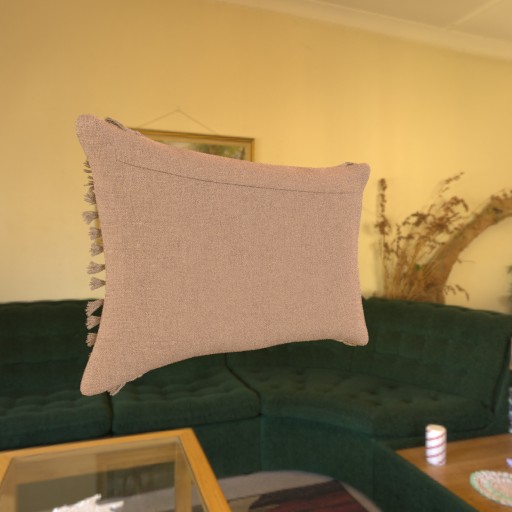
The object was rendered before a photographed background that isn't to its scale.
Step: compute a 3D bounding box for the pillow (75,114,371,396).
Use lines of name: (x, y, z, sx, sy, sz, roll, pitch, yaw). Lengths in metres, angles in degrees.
pillow: (0.000, 0.000, 0.600, 0.466, 0.305, 0.084, -1, 1, -36)
